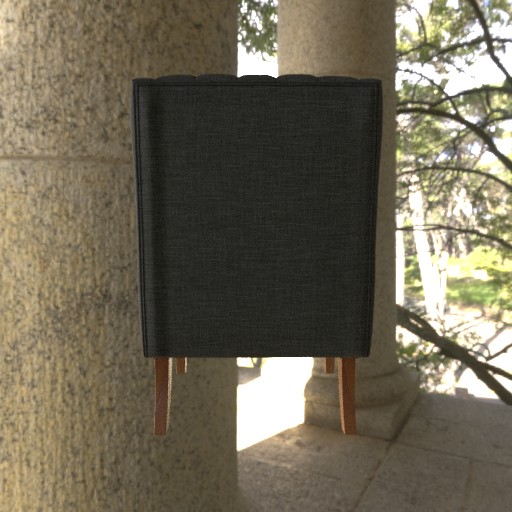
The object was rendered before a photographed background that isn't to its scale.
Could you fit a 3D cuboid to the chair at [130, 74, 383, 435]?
[{"bbox_3d":[0.000,0.000,1.471,0.711,0.953,0.775,0,1,0],"label":"chair"}]
